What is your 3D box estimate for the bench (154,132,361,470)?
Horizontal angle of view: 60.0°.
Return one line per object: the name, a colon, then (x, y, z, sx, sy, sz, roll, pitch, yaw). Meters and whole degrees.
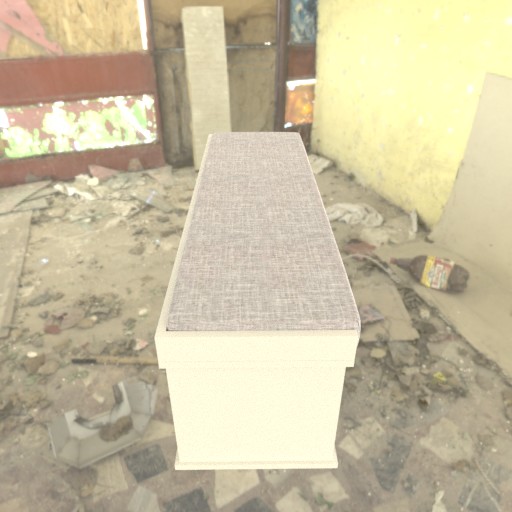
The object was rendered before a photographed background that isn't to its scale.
bench: (0.000, 0.000, 1.378, 0.363, 0.453, 1.196, 0, 32, -1)
